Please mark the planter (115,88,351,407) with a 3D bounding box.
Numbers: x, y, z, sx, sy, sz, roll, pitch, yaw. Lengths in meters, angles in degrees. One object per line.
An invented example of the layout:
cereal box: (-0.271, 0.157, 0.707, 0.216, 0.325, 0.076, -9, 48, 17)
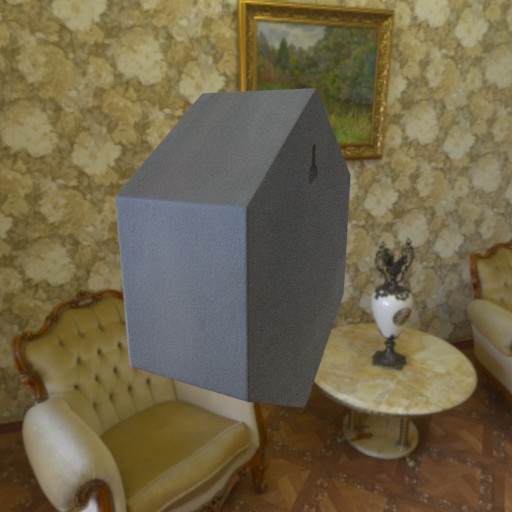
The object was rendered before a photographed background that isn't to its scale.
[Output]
planter: (0.000, 0.000, 0.295, 0.077, 0.206, 0.169, 8, 17, 26)
